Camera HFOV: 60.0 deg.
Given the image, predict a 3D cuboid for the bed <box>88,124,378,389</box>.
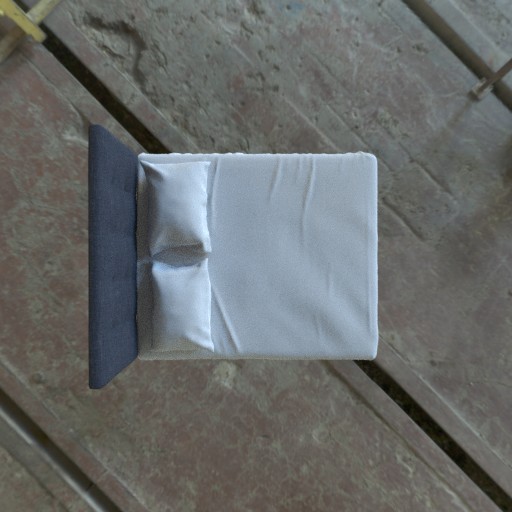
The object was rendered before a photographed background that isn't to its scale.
[{"bbox_3d":[0.000,0.000,3.479,2.222,1.577,1.936,0,90,0],"label":"bed"}]
